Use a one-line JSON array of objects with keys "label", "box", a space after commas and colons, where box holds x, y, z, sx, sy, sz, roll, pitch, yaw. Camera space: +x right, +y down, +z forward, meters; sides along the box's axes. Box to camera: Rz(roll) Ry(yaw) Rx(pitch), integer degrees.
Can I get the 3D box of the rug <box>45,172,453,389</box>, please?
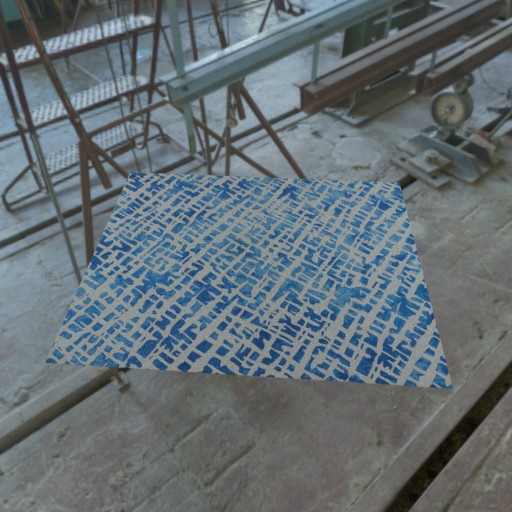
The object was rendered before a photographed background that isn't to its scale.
[{"label": "rug", "box": [0.000, 0.000, 4.093, 3.007, 0.007, 2.435, 3, 46, 3]}]
